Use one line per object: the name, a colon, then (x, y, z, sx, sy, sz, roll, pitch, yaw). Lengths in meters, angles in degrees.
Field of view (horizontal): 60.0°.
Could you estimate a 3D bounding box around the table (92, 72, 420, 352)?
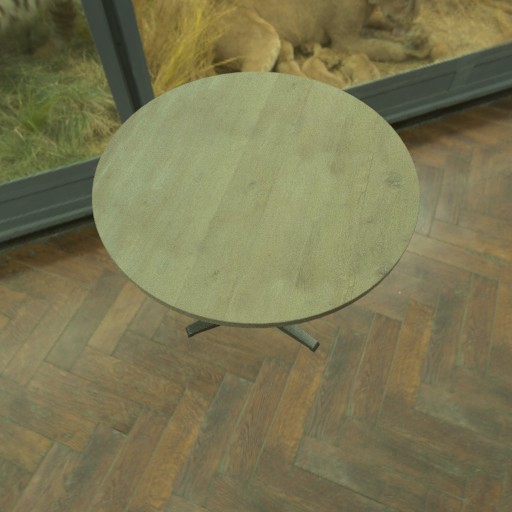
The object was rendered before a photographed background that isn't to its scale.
table: (0.000, 0.000, 1.431, 0.800, 0.780, 0.800, 0, 58, 0)
